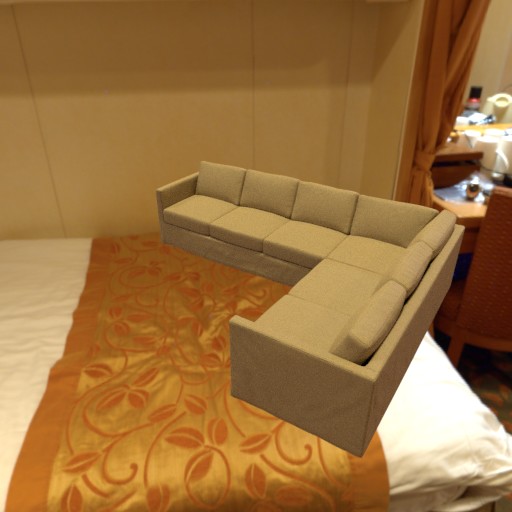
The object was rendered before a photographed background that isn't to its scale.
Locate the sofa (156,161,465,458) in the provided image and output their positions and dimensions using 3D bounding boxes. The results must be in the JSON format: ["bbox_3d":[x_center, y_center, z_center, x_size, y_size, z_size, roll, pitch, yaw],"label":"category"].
[{"bbox_3d":[0.000,0.000,4.204,3.182,0.871,2.432,18,34,29],"label":"sofa"}]
